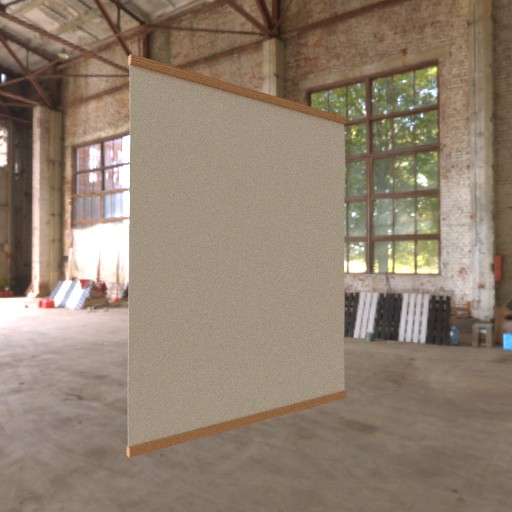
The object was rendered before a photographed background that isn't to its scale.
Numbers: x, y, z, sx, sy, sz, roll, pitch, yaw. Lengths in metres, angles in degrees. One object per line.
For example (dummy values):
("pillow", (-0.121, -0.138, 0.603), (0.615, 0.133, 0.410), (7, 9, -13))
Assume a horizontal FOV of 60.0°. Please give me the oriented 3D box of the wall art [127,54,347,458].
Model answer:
("wall art", (0.000, 0.000, 0.682), (0.404, 0.507, 0.010), (1, -1, -37))
